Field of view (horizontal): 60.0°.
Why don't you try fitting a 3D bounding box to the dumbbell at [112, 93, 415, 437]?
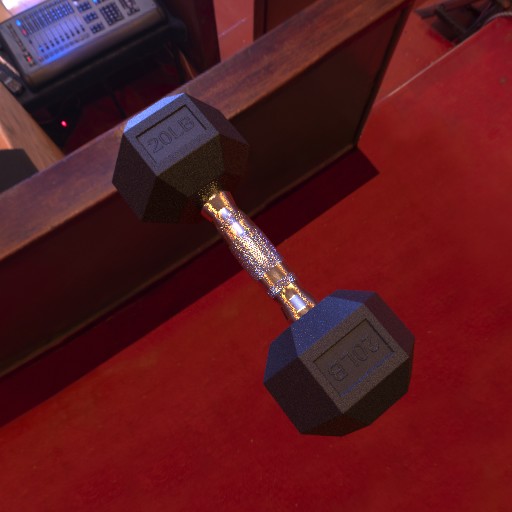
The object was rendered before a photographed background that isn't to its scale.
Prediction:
[{"bbox_3d":[0.000,0.000,0.334,0.106,0.092,0.272,-37,78,-9],"label":"dumbbell"}]
